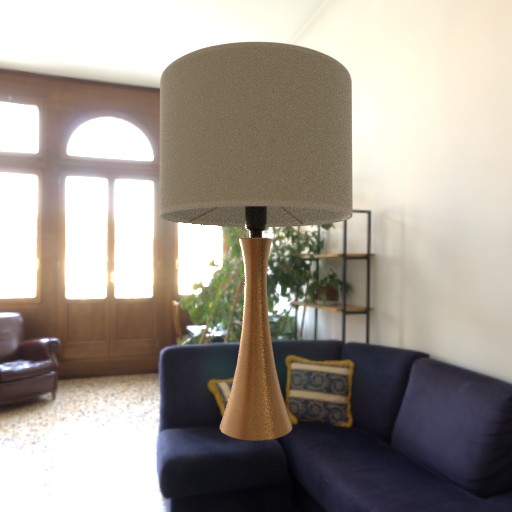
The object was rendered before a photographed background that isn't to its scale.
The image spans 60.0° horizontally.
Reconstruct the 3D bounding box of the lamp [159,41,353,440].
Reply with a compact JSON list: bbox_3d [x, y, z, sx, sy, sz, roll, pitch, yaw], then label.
[{"bbox_3d":[0.000,0.000,0.628,0.268,0.479,0.268,-1,-2,36],"label":"lamp"}]
